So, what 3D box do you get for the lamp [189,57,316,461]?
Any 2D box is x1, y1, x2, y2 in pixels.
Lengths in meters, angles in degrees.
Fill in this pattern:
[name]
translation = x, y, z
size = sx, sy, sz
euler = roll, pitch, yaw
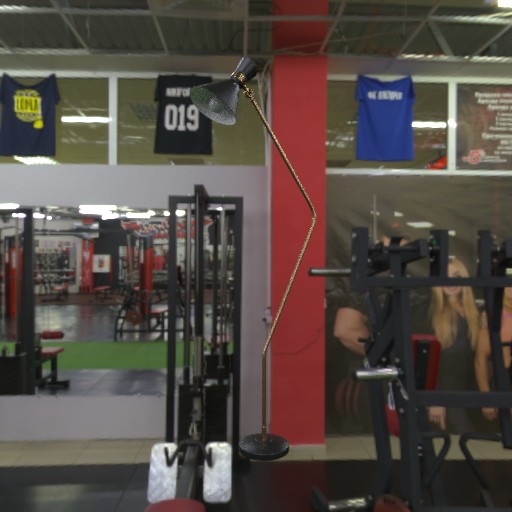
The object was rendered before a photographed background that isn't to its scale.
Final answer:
[lamp]
translation = 0.000, 0.000, 1.603
size = 0.467, 1.438, 0.277
euler = 0, 0, 0
